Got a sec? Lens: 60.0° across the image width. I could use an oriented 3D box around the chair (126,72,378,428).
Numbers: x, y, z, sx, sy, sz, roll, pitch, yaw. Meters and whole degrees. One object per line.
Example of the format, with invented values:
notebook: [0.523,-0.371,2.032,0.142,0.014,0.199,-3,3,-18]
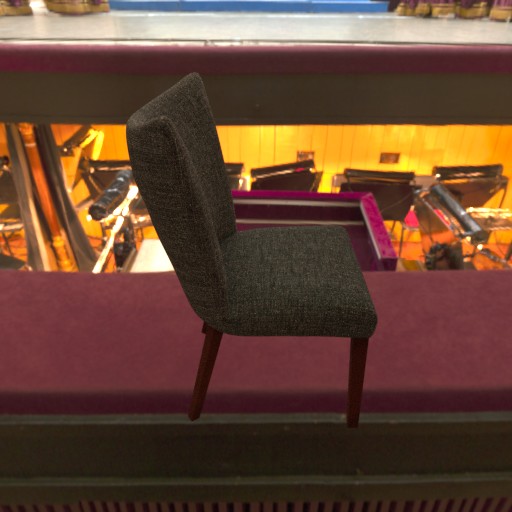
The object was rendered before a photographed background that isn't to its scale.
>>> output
chair: [0.000,0.000,1.291,0.623,0.924,0.535,0,31,0]
